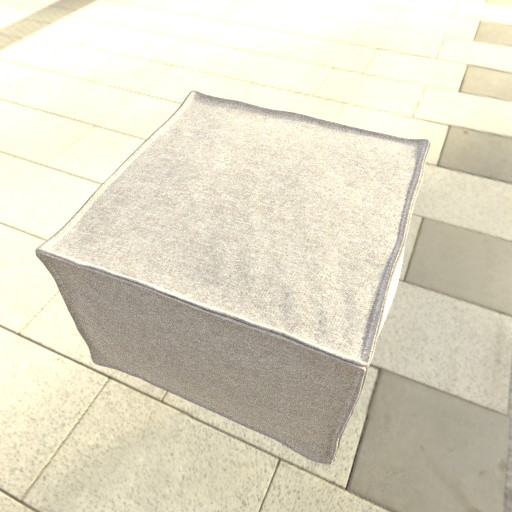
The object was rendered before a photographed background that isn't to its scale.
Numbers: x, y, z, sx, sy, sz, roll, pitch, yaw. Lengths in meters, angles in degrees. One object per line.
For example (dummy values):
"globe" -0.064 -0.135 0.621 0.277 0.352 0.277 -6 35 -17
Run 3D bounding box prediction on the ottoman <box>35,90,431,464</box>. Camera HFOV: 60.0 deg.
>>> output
"ottoman" 0.000 0.000 1.130 0.696 0.470 0.707 17 51 15
